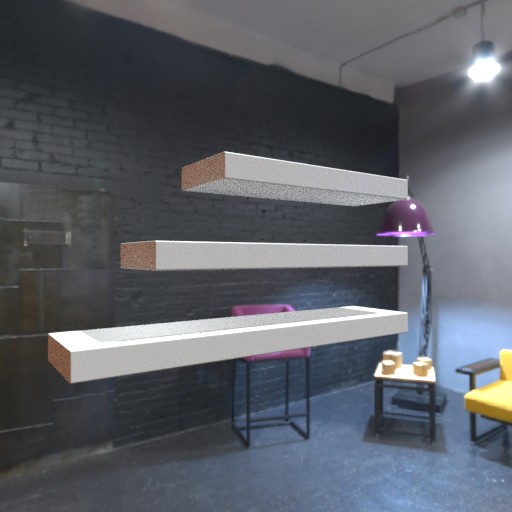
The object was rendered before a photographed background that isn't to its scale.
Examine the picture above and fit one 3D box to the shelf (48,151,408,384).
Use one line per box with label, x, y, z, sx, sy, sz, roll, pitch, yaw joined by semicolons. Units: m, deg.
shelf;0.000;0.000;0.735;0.610;0.293;0.140;0;0;-34
